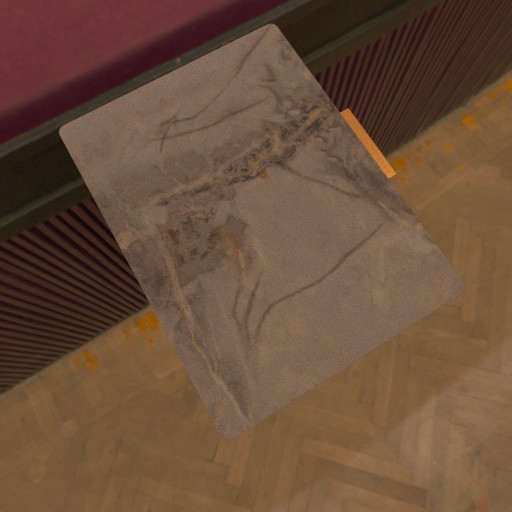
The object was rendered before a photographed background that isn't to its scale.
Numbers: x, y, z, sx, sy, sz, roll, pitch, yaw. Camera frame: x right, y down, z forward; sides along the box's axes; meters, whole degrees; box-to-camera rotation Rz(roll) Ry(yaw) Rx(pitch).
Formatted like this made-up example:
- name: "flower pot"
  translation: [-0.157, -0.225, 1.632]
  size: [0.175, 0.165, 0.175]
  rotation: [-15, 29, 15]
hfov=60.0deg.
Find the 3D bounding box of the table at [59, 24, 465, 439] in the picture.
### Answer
- name: "table"
  translation: [0.000, 0.000, 0.896]
  size: [0.400, 0.570, 0.500]
  rotation: [-30, 77, -8]
